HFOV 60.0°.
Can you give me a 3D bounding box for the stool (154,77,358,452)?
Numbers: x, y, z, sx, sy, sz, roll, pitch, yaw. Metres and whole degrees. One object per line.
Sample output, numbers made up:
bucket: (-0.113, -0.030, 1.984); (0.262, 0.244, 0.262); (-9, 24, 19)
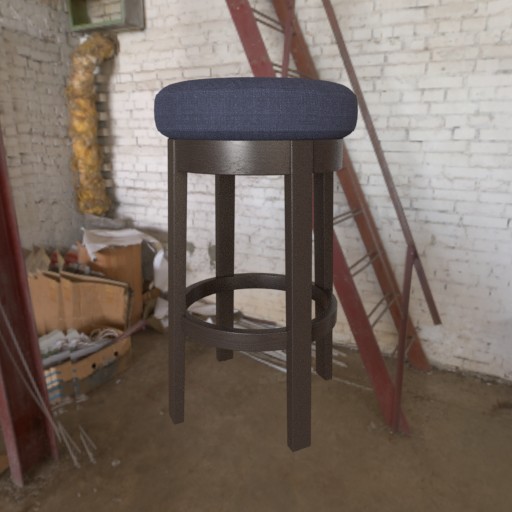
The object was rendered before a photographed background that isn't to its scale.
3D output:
stool: (0.000, 0.000, 1.040); (0.446, 0.758, 0.446); (0, 16, 0)
